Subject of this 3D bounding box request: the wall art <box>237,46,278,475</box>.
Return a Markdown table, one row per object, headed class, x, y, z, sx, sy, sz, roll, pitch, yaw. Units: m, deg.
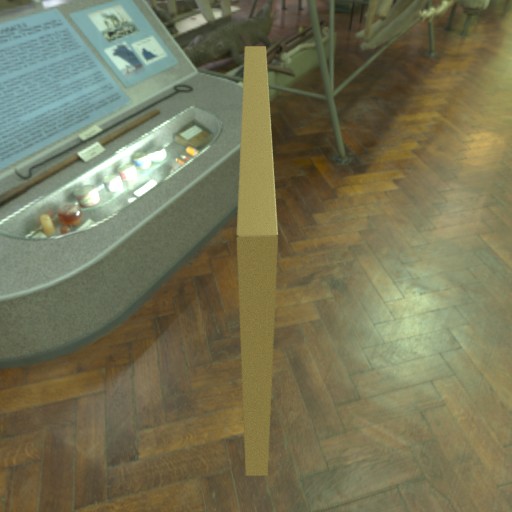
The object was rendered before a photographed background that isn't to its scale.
| class | x | y | z | sx | sy | sz | roll | pitch | yaw |
| --- | --- | --- | --- | --- | --- | --- | --- | --- | --- |
| wall art | 0.000 | 0.000 | 0.742 | 0.036 | 0.509 | 0.509 | 0 | 42 | 0 |
